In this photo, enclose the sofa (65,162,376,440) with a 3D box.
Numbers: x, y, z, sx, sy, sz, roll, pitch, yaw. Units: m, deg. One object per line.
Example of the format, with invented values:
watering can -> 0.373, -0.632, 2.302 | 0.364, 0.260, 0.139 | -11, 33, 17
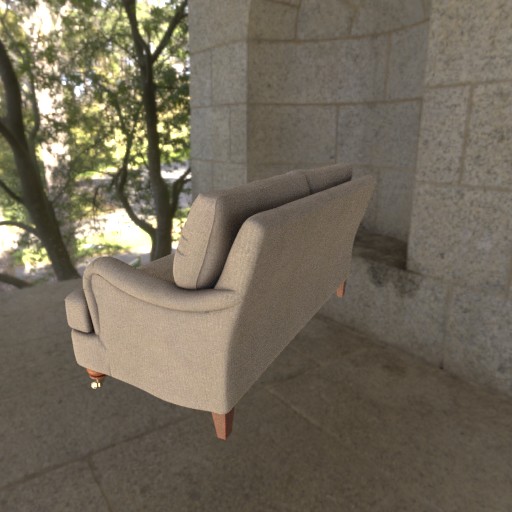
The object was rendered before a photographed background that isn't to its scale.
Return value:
sofa -> 0.000, 0.000, 2.824 | 1.069, 1.096, 2.193 | 7, 17, 24
